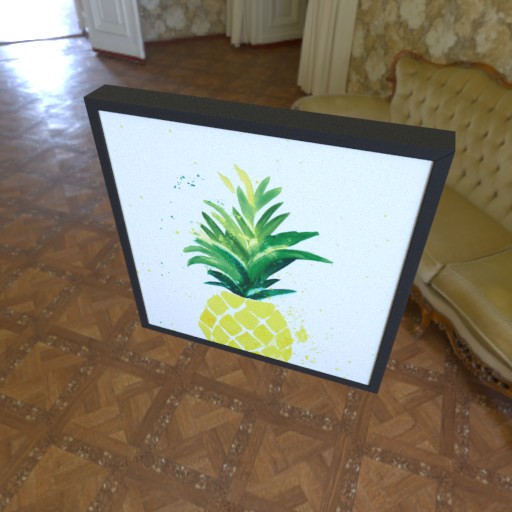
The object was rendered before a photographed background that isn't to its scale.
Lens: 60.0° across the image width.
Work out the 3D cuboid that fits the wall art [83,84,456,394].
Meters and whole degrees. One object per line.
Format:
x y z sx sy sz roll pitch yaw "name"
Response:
0.000 0.000 0.457 0.305 0.304 0.033 13 42 14 "wall art"
